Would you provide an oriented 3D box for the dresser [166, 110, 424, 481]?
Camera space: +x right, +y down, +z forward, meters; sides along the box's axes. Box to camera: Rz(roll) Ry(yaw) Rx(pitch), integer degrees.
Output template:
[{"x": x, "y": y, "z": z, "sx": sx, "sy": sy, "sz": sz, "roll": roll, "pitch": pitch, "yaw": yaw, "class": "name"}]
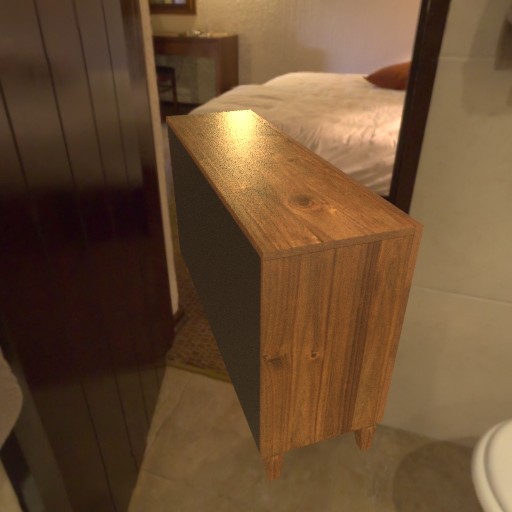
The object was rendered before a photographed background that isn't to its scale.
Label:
[{"x": 0.000, "y": 0.000, "z": 1.849, "sx": 0.446, "sy": 0.873, "sz": 1.400, "roll": -10, "pitch": 32, "yaw": -16, "class": "dresser"}]
